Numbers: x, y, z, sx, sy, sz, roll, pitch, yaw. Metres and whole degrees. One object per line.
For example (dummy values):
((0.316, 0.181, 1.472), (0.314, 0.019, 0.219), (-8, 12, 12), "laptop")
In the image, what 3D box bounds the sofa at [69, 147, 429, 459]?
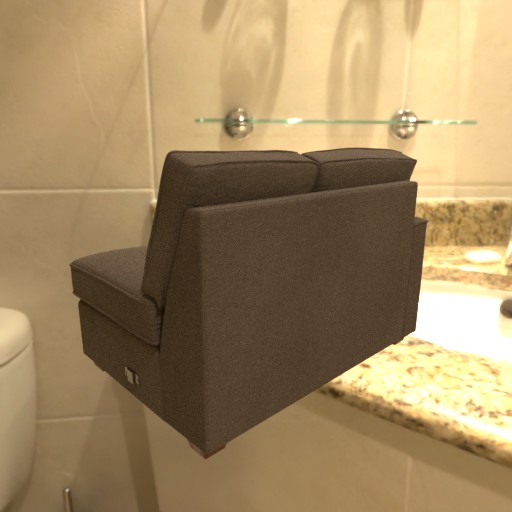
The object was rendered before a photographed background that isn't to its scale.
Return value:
((0.000, 0.000, 2.055), (1.388, 0.989, 0.991), (-14, 20, -42), "sofa")
